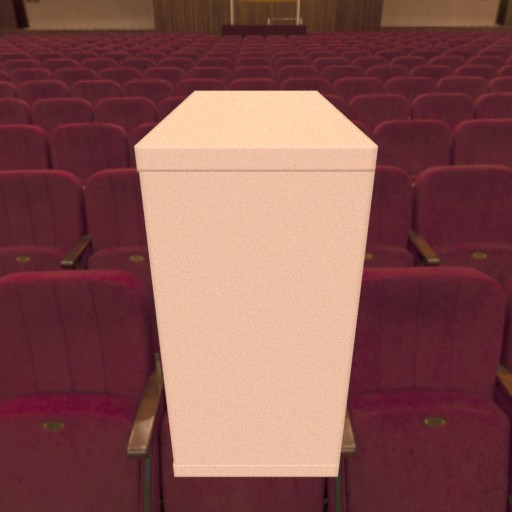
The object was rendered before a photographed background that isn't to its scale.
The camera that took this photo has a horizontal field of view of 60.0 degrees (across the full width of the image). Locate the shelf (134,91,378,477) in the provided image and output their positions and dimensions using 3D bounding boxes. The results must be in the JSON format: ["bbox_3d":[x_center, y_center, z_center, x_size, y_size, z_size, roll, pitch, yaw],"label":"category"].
[{"bbox_3d":[0.000,0.000,1.238,0.390,0.786,0.790,0,26,0],"label":"shelf"}]
